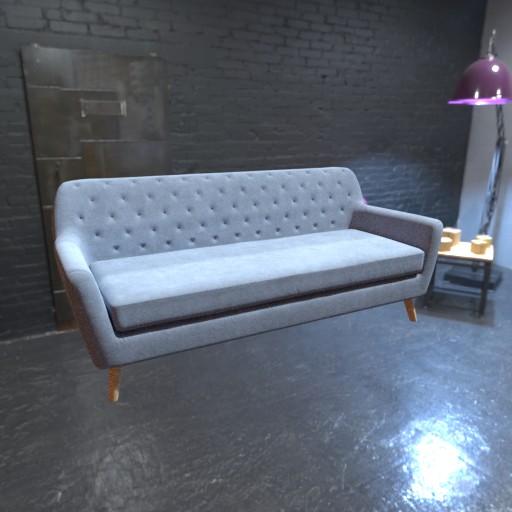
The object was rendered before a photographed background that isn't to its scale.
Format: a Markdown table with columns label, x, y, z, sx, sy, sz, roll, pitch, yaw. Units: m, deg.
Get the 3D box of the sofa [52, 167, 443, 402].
| label | x | y | z | sx | sy | sz | roll | pitch | yaw |
| --- | --- | --- | --- | --- | --- | --- | --- | --- | --- |
| sofa | 0.000 | 0.000 | 2.406 | 1.970 | 0.830 | 0.830 | -8 | 18 | -26 |
